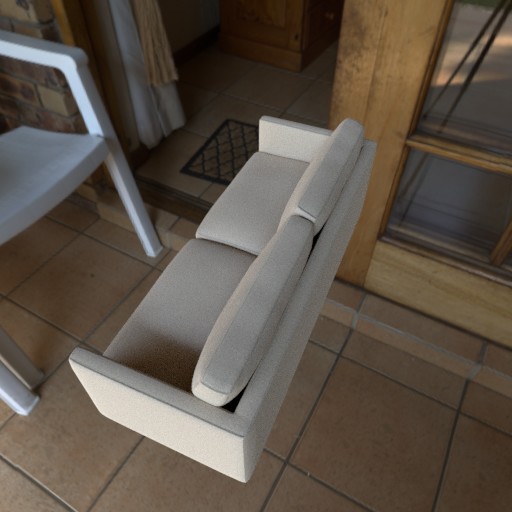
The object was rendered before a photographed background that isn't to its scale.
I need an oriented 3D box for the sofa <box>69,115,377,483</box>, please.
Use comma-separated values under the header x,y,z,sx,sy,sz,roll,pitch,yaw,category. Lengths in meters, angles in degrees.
x,y,z,sx,sy,sz,roll,pitch,yaw,category
0.000,0.000,2.849,0.951,0.968,2.361,18,51,16,sofa
